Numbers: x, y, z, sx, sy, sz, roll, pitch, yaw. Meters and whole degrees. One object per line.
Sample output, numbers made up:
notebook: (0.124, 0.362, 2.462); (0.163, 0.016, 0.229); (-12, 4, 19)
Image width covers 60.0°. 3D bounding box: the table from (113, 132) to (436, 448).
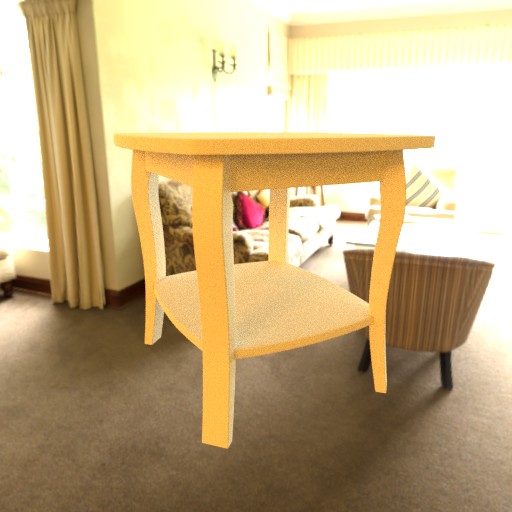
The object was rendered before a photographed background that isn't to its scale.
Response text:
table: (0.000, 0.000, 0.824); (0.451, 0.438, 0.502); (-8, 18, -26)
